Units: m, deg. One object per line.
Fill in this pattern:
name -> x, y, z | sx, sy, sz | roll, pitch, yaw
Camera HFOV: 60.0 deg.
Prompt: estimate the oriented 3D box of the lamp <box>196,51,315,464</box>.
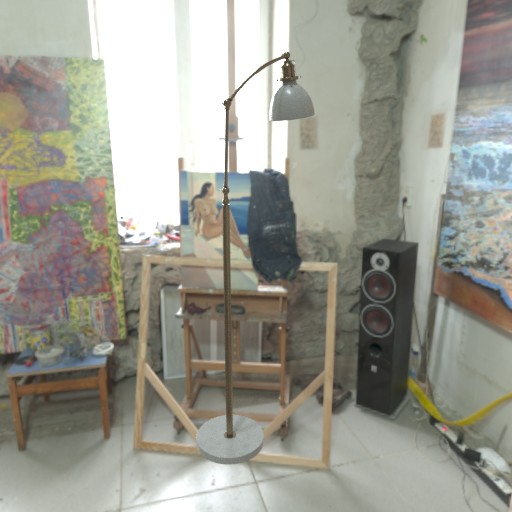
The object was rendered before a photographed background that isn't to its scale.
lamp -> 0.000, 0.000, 1.813 | 0.599, 1.586, 0.288 | -14, 20, -43
